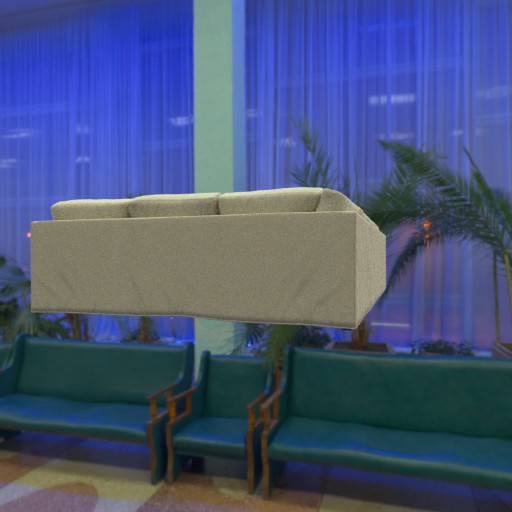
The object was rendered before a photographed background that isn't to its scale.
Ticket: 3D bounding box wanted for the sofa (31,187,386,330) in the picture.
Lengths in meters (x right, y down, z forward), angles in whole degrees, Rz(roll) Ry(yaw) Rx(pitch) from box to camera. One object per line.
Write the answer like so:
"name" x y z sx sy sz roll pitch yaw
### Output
"sofa" 0.000 0.000 4.571 2.448 0.882 3.464 0 0 18
